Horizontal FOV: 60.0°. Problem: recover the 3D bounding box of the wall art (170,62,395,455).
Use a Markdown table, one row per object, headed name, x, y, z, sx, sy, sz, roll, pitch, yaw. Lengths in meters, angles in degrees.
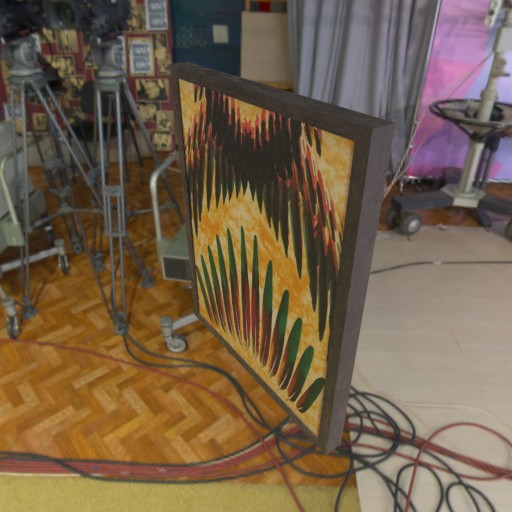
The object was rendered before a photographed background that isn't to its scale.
| name | x | y | z | sx | sy | sz | roll | pitch | yaw |
| --- | --- | --- | --- | --- | --- | --- | --- | --- | --- |
| wall art | 0.000 | 0.000 | 0.556 | 0.027 | 0.406 | 0.329 | -22 | 39 | -30 |
